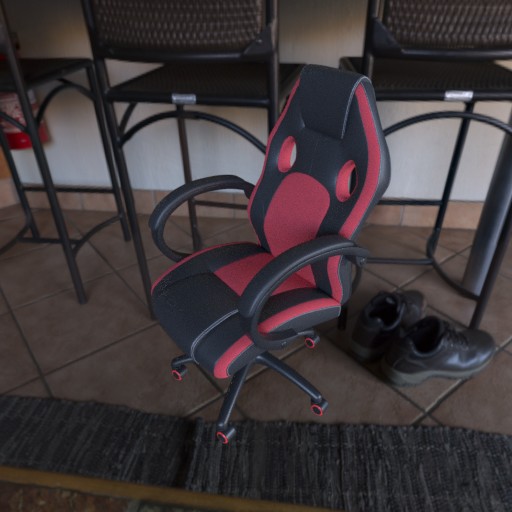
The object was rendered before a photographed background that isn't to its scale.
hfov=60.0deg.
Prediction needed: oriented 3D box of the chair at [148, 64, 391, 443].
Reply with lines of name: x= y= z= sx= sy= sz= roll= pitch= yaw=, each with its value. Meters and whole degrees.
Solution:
chair: x=0.000 y=0.000 z=1.580 sx=0.724 sy=1.187 sz=0.673 roll=-21 pitch=38 yaw=-29
